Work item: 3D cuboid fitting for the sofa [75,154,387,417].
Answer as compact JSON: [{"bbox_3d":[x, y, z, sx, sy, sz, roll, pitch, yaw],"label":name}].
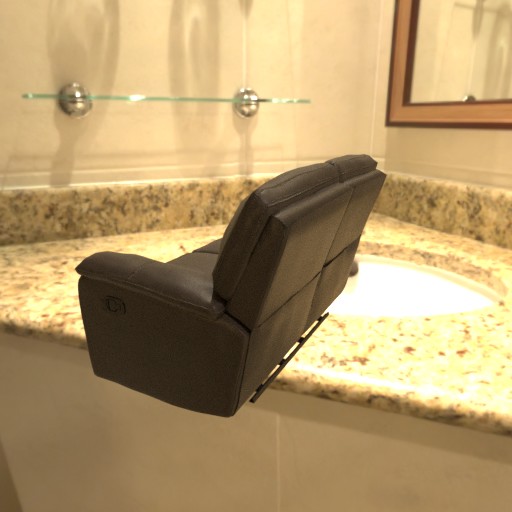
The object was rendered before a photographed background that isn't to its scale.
[{"bbox_3d":[0.000,0.000,2.539,1.104,1.111,1.765,9,20,26],"label":"sofa"}]
